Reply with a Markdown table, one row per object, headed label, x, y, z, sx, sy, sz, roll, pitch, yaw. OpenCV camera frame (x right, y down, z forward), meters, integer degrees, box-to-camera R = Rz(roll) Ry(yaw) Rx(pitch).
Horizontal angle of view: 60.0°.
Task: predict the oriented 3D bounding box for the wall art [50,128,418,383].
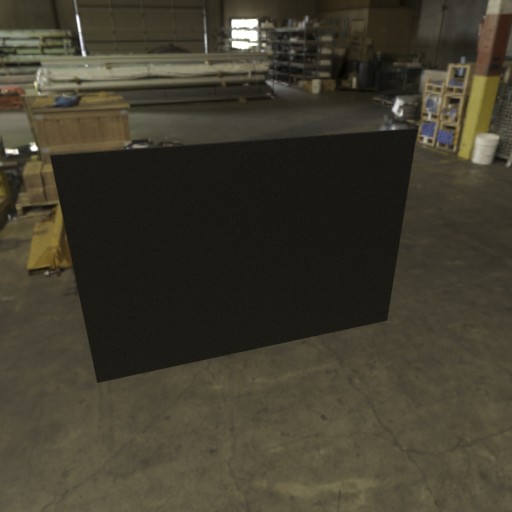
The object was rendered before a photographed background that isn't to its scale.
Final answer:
| label | x | y | z | sx | sy | sz | roll | pitch | yaw |
| --- | --- | --- | --- | --- | --- | --- | --- | --- | --- |
| wall art | 0.000 | 0.000 | 1.566 | 1.192 | 0.811 | 0.013 | -9 | 28 | -17 |
